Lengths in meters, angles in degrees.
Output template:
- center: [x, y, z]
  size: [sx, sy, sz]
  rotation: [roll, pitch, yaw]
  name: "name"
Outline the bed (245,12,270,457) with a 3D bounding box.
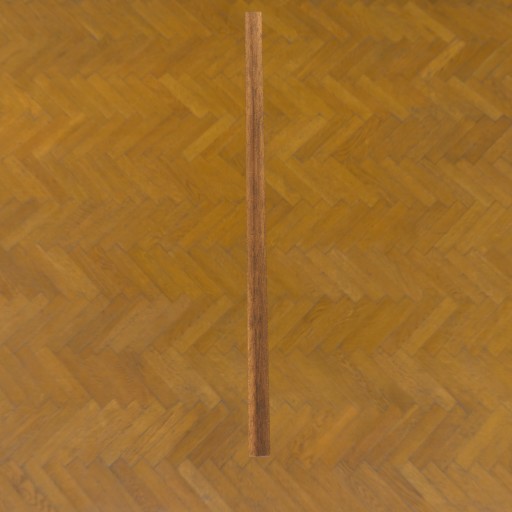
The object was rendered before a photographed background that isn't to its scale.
- center: [0.000, 0.000, 1.452]
  size: [0.043, 0.940, 1.041]
  rotation: [-1, 76, 0]
  name: "bed"
